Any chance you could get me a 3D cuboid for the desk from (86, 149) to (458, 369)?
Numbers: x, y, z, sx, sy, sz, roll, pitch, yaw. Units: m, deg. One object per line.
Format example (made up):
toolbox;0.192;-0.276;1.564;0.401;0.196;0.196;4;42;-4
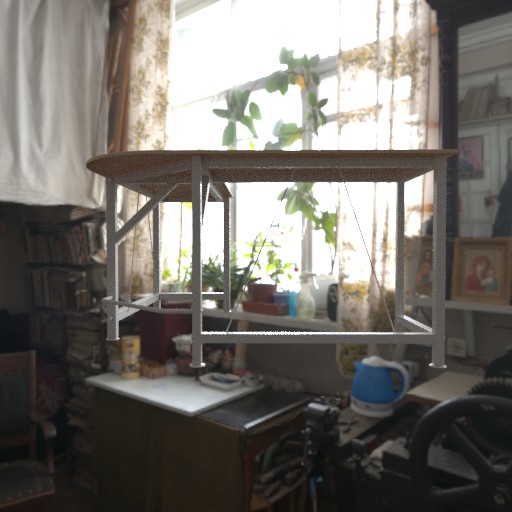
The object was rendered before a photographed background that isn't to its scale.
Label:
desk;0.000;0.000;2.232;1.400;0.762;1.400;0;1;1
